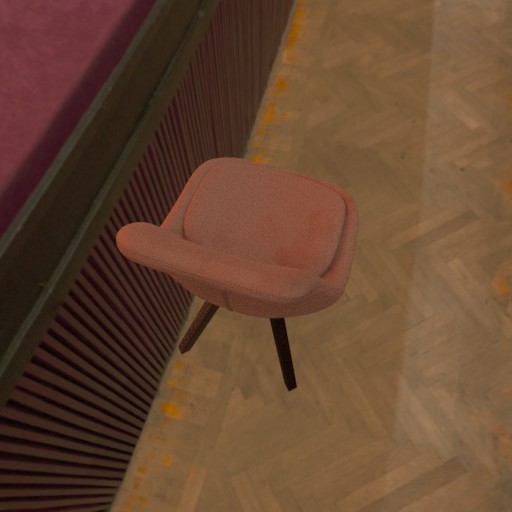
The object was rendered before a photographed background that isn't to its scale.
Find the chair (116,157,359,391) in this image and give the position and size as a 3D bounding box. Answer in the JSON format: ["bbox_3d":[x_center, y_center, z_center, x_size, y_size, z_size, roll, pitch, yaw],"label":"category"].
[{"bbox_3d":[0.000,0.000,1.169,0.483,0.865,0.547,17,64,9],"label":"chair"}]
